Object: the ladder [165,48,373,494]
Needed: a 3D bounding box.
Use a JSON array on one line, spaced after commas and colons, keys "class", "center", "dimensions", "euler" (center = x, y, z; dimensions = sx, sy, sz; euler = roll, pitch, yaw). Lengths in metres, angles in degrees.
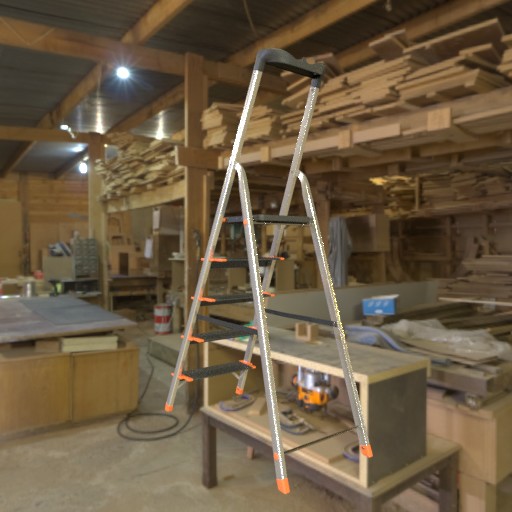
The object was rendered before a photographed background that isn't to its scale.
[{"class": "ladder", "center": [0.000, 0.000, 2.074], "dimensions": [0.480, 1.646, 0.995], "euler": [-1, 2, -36]}]
